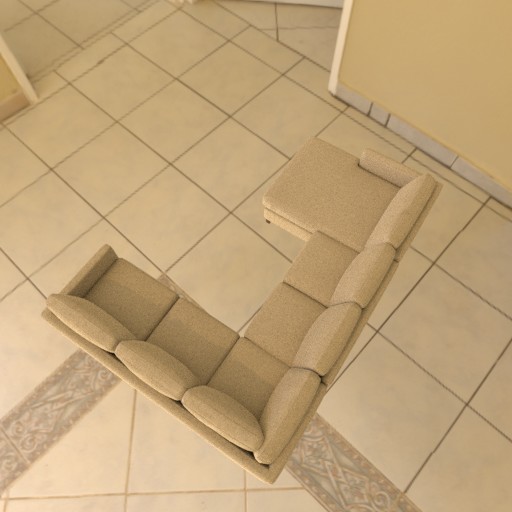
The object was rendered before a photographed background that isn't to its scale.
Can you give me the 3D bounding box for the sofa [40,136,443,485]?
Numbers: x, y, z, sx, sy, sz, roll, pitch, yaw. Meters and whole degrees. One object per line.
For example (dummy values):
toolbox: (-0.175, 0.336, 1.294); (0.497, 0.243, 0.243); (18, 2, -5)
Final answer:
sofa: (0.000, 0.000, 4.629); (2.593, 0.959, 3.460); (31, 68, 14)
